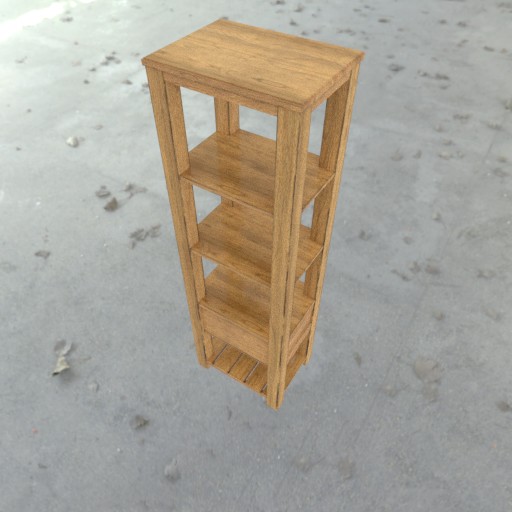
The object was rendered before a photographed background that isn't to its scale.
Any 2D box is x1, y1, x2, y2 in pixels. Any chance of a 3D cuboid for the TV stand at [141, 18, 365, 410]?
[{"bbox_3d":[0.000,0.000,2.045,0.565,1.828,0.435,25,51,22],"label":"TV stand"}]
